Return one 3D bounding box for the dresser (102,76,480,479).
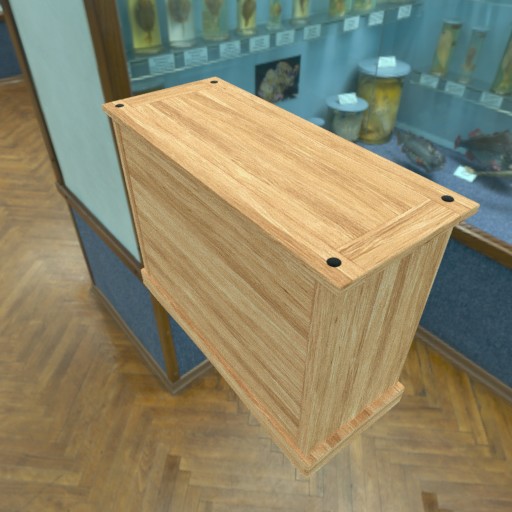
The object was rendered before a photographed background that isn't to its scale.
[{"bbox_3d":[0.000,0.000,1.357,0.410,0.740,0.990,-26,47,-28],"label":"dresser"}]
